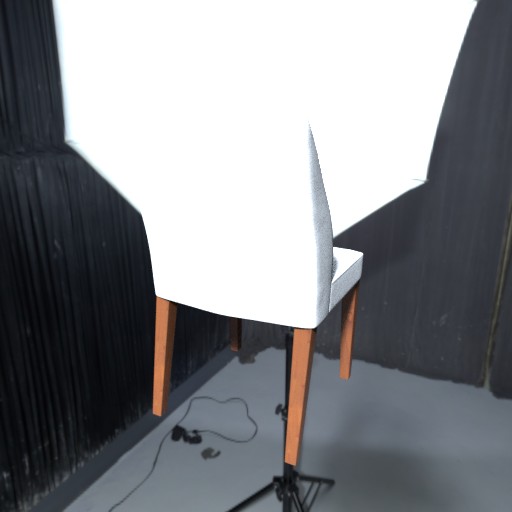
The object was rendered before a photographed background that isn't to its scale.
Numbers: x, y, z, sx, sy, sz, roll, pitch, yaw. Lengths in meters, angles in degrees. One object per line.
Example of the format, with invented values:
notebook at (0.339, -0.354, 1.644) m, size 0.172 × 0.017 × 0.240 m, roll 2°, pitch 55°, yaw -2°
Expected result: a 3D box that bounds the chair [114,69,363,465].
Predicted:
chair at (0.000, 0.000, 1.213) m, size 0.472 × 0.893 × 0.540 m, roll 8°, pitch 18°, yaw 26°
